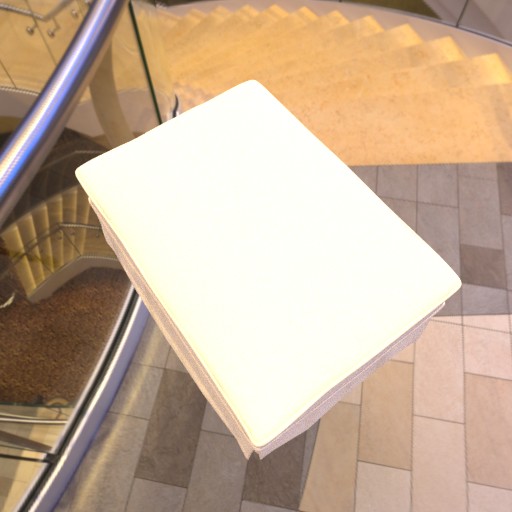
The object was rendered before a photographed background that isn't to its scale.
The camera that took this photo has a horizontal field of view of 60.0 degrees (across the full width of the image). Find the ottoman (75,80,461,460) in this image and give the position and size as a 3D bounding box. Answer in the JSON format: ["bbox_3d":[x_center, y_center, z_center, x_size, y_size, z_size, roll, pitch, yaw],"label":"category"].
[{"bbox_3d":[0.000,0.000,1.347,0.703,0.479,0.944,-33,67,-16],"label":"ottoman"}]
